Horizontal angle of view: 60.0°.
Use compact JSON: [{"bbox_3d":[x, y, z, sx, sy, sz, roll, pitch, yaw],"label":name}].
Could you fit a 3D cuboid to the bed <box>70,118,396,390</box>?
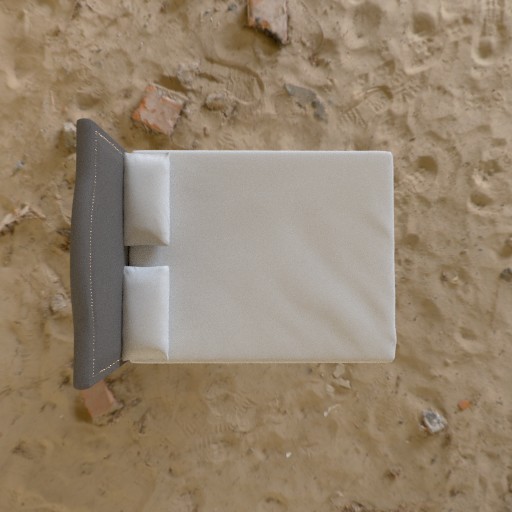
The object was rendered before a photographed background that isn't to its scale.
[{"bbox_3d":[0.000,0.000,3.408,2.282,1.436,1.821,0,88,-1],"label":"bed"}]
